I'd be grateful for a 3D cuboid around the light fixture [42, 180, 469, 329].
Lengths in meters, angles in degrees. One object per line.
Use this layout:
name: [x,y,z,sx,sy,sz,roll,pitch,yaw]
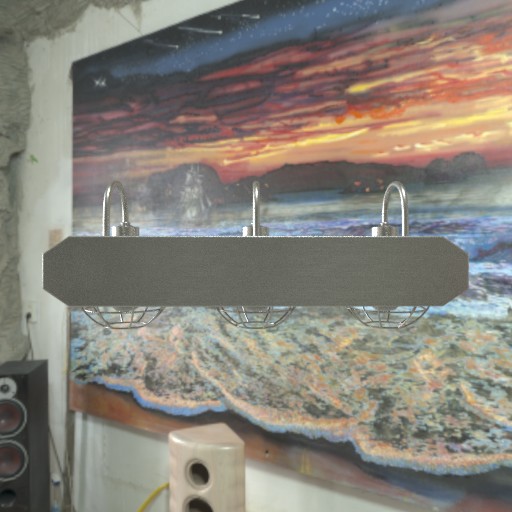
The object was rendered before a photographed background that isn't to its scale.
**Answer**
light fixture: [0.000,0.000,0.771,0.634,0.254,0.229,0,0,-1]
